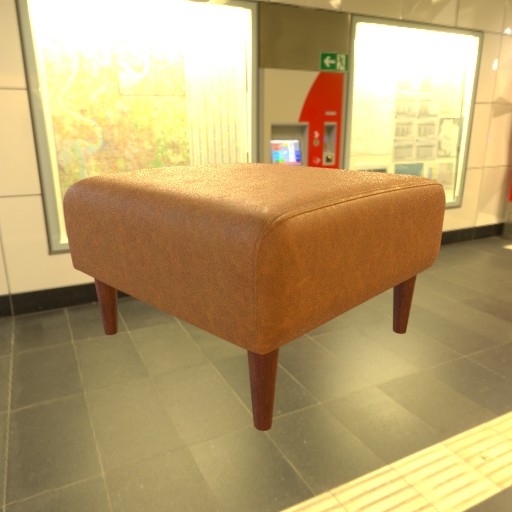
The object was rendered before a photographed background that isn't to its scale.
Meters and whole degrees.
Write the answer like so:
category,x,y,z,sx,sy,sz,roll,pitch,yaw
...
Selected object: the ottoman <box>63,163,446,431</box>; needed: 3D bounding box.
category,x,y,z,sx,sy,sz,roll,pitch,yaw
ottoman,0.000,0.000,1.058,0.650,0.399,0.650,15,22,42
